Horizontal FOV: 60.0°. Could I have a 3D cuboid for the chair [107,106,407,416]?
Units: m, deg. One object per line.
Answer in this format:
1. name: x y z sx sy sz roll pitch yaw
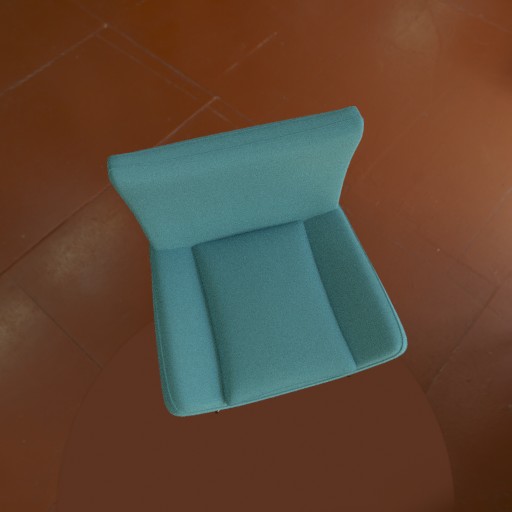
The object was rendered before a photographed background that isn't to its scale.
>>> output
1. chair: 0.000 0.000 1.696 0.859 0.855 1.008 -13 65 -6
